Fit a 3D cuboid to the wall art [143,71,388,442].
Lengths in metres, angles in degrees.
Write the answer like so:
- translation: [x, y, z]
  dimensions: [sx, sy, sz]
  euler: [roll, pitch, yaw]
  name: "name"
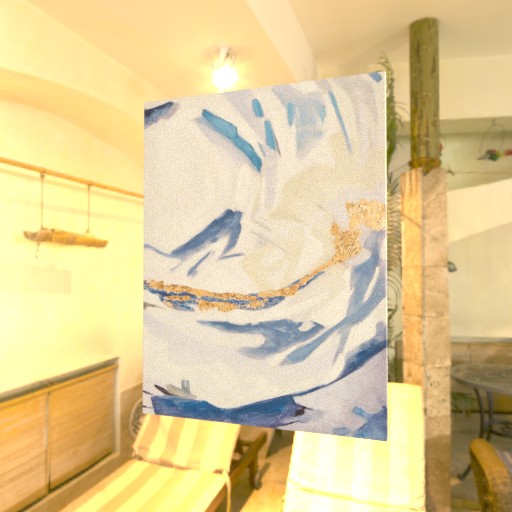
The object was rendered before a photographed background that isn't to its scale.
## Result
- translation: [0.000, 0.000, 1.344]
  dimensions: [0.761, 1.015, 0.038]
  euler: [0, -1, 18]
  name: "wall art"
